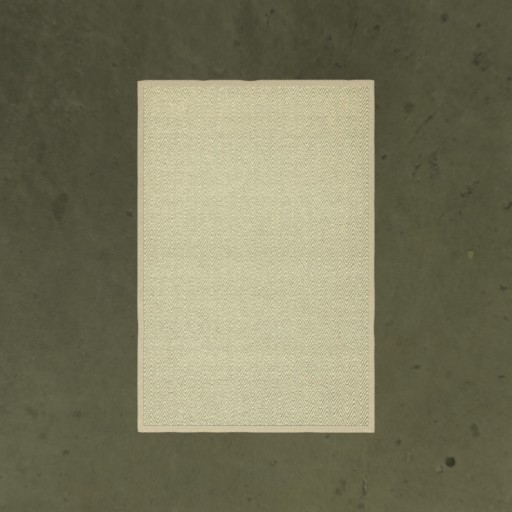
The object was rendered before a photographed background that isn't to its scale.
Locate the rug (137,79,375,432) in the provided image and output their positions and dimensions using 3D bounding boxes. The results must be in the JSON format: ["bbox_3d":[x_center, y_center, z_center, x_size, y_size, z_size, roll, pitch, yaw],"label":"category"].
[{"bbox_3d":[0.000,0.000,2.878,1.540,0.021,2.290,0,90,0],"label":"rug"}]
